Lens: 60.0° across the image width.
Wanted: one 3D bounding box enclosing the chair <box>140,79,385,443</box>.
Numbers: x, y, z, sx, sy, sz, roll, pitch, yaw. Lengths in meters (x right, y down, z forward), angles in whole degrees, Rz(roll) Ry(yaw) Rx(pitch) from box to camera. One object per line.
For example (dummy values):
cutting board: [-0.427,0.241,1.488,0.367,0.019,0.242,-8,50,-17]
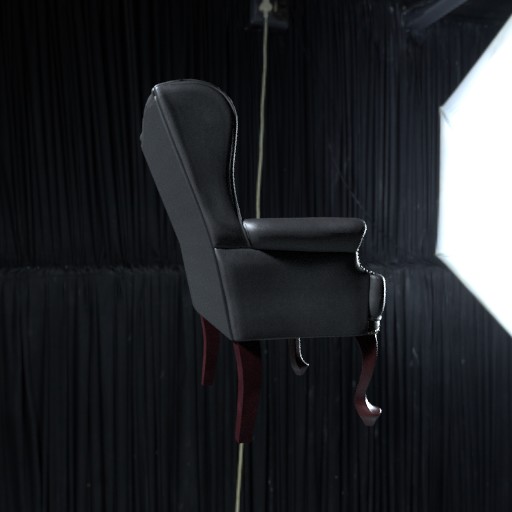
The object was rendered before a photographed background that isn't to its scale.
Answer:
chair: [0.000,0.000,1.679,0.822,1.133,0.831,-1,2,-18]
